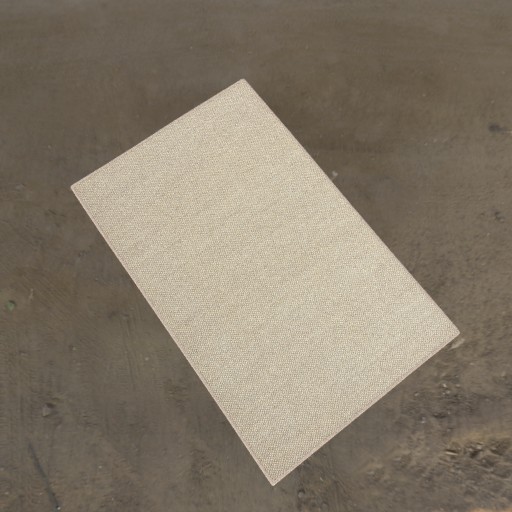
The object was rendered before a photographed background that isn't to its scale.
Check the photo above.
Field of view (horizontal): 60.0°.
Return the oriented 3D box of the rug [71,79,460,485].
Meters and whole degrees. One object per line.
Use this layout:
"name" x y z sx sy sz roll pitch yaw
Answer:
"rug" 0.000 0.000 2.101 1.067 0.013 1.676 -35 77 -9
